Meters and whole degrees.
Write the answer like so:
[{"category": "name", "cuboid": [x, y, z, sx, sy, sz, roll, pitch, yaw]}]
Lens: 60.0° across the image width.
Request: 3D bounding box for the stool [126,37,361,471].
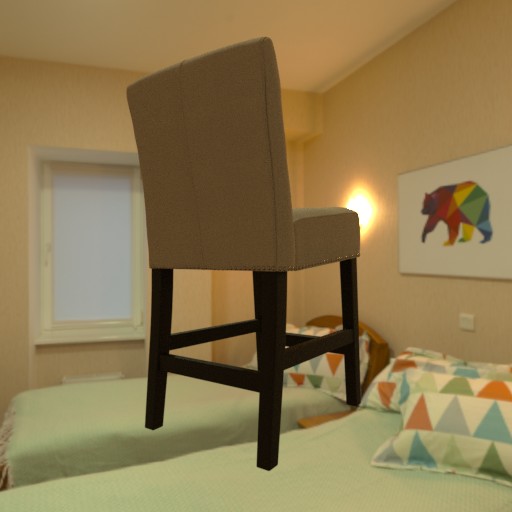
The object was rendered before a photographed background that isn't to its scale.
[{"category": "stool", "cuboid": [0.000, 0.000, 1.202, 0.427, 0.885, 0.571, 0, 0, 36]}]
